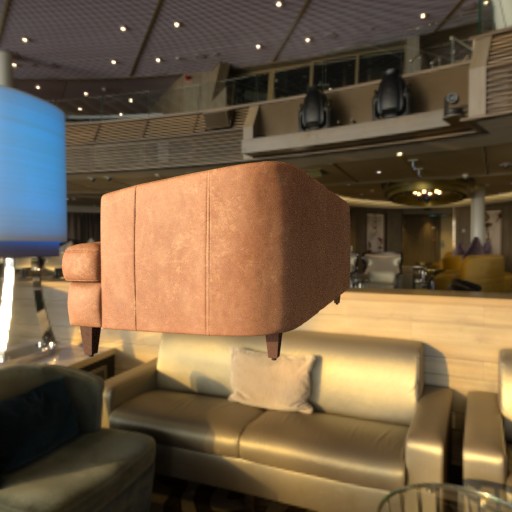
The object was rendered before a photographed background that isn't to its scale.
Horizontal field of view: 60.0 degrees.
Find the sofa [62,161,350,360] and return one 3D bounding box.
[{"bbox_3d":[0.000,0.000,2.695,0.922,0.791,2.257,1,2,19],"label":"sofa"}]
